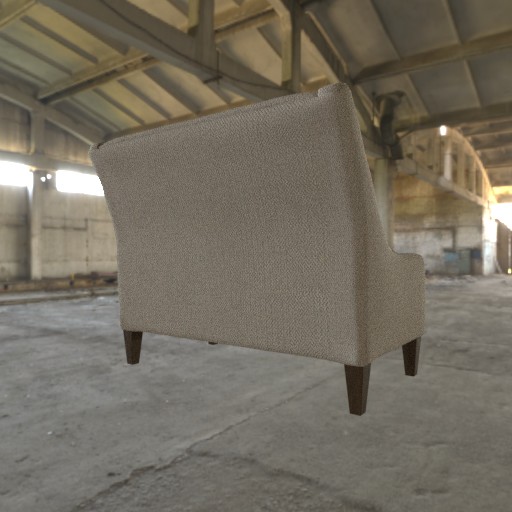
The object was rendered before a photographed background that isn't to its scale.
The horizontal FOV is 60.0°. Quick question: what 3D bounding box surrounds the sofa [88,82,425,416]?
[{"bbox_3d":[0.000,0.000,1.948,1.242,1.022,0.870,0,0,36],"label":"sofa"}]
